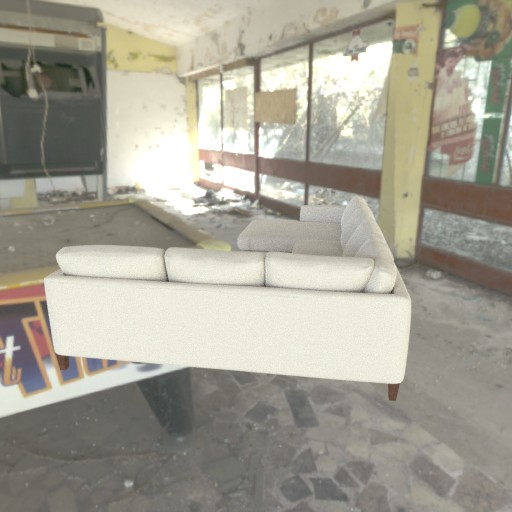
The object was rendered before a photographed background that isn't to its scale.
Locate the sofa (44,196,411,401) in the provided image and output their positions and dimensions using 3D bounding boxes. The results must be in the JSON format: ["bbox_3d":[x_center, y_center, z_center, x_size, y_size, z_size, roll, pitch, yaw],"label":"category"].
[{"bbox_3d":[0.000,0.000,4.659,2.593,0.956,3.459,3,16,9],"label":"sofa"}]
